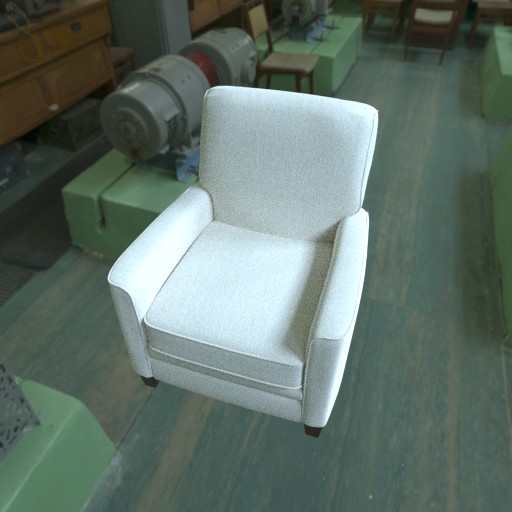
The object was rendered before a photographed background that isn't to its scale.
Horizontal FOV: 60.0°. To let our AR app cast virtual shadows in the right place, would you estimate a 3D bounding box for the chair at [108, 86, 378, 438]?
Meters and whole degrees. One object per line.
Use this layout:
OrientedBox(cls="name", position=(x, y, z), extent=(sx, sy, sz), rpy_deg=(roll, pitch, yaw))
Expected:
OrientedBox(cls="chair", position=(0.000, 0.000, 1.730), extent=(0.841, 1.028, 0.858), rpy_deg=(12, 42, 14))
